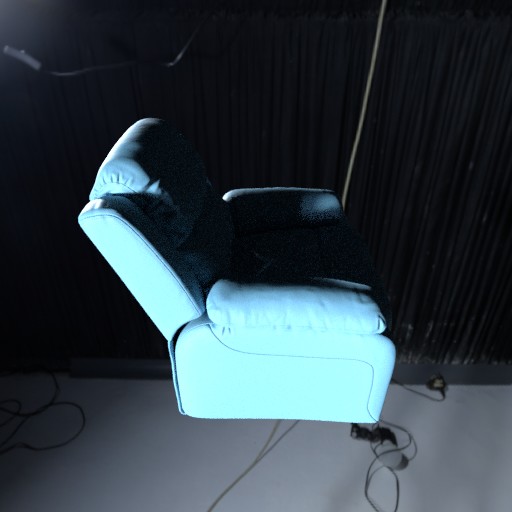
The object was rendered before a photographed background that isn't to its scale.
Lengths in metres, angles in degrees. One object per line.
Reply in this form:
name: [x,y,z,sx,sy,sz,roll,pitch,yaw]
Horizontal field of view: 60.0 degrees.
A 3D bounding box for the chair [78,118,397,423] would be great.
chair: [0.000,0.000,1.245,0.709,0.702,0.680,0,32,0]
